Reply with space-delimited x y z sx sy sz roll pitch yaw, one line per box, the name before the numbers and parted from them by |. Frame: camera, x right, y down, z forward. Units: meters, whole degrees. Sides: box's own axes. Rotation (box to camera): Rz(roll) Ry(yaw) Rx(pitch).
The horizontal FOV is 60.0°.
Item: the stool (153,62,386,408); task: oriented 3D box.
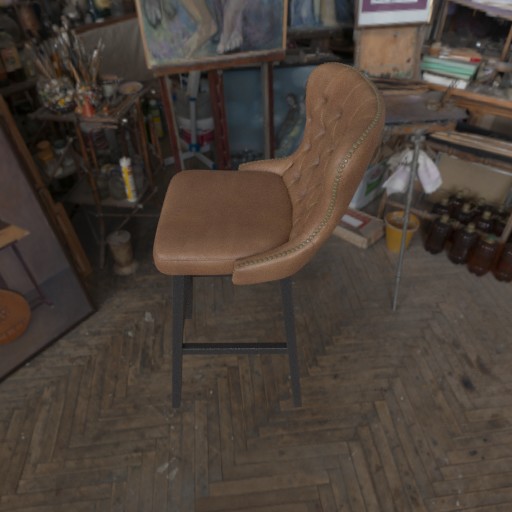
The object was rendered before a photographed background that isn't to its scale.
stool | 0.000 0.000 1.392 0.601 1.050 0.528 0 42 0
